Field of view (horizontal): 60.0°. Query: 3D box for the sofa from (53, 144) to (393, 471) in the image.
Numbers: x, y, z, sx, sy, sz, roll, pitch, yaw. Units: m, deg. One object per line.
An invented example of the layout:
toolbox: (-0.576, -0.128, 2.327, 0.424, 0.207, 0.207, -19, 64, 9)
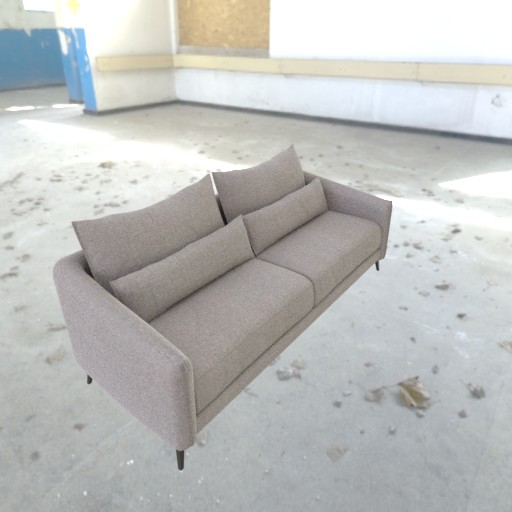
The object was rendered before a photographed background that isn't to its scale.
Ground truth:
sofa: (0.000, 0.000, 2.433, 0.809, 0.833, 2.022, 18, 32, 32)
